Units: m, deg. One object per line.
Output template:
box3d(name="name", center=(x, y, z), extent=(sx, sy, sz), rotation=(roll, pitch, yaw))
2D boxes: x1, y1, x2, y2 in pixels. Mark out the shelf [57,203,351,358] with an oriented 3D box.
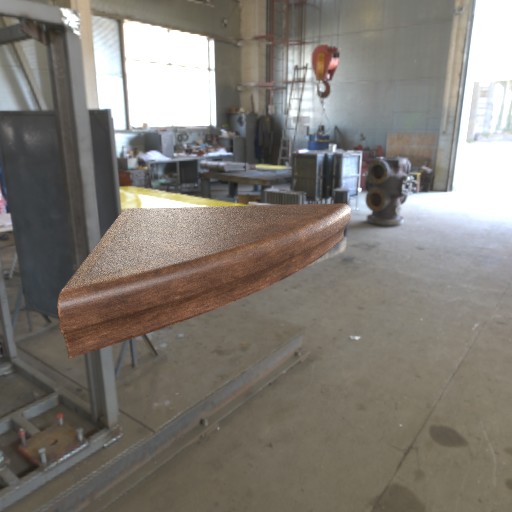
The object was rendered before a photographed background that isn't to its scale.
box3d(name="shelf", center=(0.000, 0.000, 0.463), extent=(0.310, 0.050, 0.310), rotation=(-2, 17, -7))
